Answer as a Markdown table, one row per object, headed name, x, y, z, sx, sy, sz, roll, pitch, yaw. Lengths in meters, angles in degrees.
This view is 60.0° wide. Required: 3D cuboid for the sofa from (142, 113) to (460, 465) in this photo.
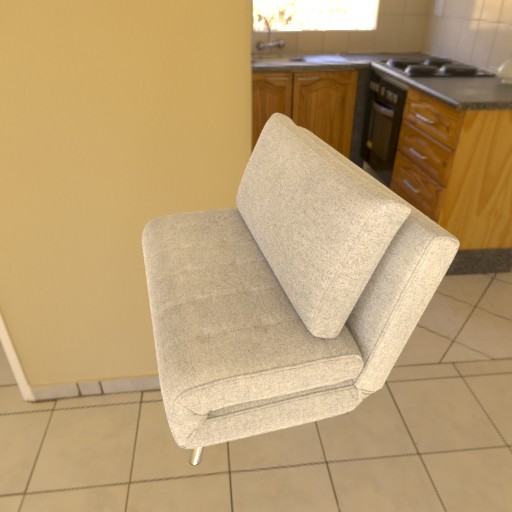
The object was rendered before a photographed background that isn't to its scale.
| name | x | y | z | sx | sy | sz | roll | pitch | yaw |
| --- | --- | --- | --- | --- | --- | --- | --- | --- | --- |
| sofa | 0.000 | 0.000 | 1.854 | 0.910 | 0.910 | 1.220 | -8 | 32 | -13 |
